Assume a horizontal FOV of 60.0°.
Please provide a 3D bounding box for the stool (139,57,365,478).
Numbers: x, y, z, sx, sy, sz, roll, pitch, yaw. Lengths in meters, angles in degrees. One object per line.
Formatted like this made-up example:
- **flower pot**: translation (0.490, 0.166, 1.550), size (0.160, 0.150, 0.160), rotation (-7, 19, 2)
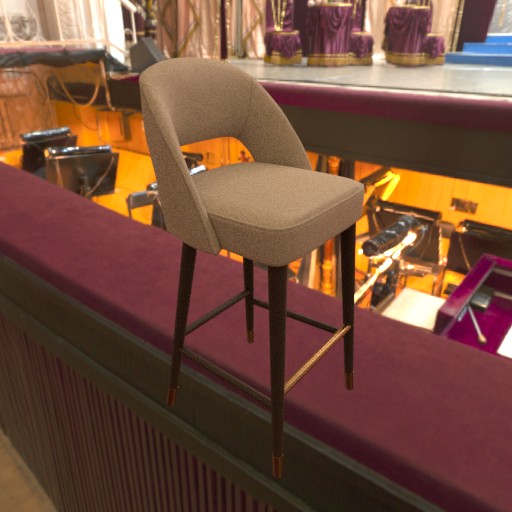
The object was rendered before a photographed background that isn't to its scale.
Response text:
- **stool**: translation (0.000, 0.000, 1.280), size (0.509, 1.037, 0.494), rotation (19, 32, 33)
